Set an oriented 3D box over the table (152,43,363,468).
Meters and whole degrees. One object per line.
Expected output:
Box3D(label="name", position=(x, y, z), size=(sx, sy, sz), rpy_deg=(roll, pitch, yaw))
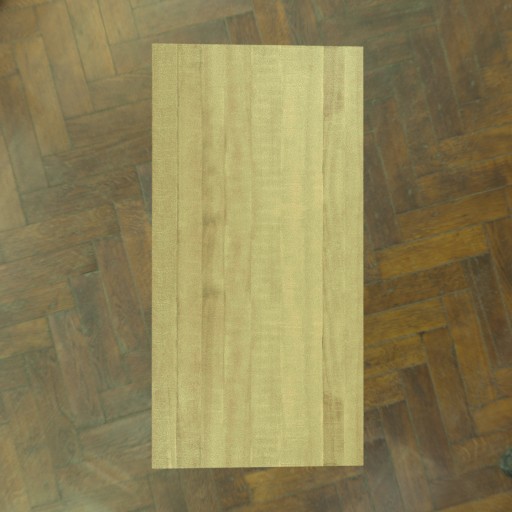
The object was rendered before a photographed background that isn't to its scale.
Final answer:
Box3D(label="table", position=(0.000, 0.000, 1.353), size=(0.551, 0.399, 1.100), rpy_deg=(0, 90, -2))
